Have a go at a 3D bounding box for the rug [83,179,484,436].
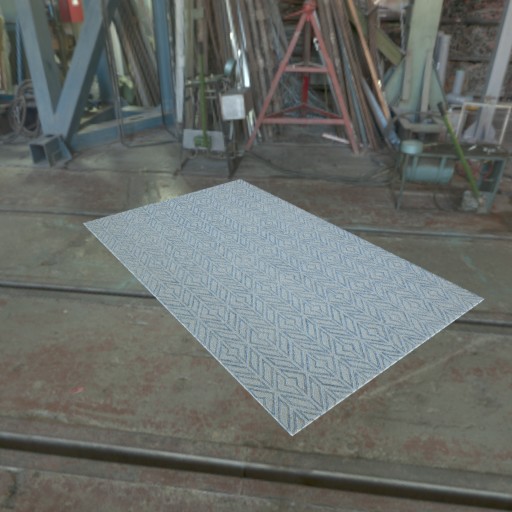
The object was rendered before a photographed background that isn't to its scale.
[{"bbox_3d":[0.000,0.000,3.047,1.526,0.008,2.441,-22,37,-32],"label":"rug"}]
